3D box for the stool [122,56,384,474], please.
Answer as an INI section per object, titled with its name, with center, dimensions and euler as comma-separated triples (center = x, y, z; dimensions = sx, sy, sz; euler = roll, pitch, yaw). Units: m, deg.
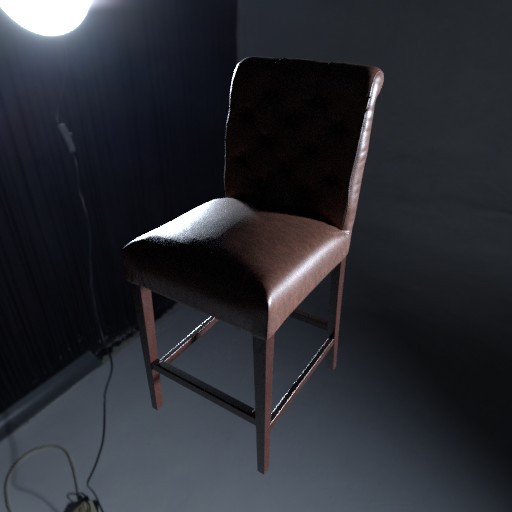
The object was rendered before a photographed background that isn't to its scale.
[stool]
center = 0.000, 0.000, 1.400
dimensions = 0.486, 1.084, 0.660
euler = 18, 36, 28
